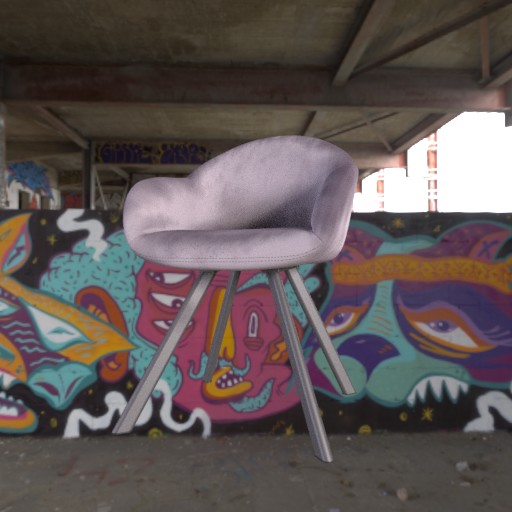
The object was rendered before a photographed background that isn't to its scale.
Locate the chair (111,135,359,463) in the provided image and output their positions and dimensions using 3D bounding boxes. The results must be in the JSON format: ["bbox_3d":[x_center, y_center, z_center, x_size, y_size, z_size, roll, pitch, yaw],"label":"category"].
[{"bbox_3d":[0.000,0.000,1.194,0.550,0.795,0.590,0,-1,18],"label":"chair"}]
